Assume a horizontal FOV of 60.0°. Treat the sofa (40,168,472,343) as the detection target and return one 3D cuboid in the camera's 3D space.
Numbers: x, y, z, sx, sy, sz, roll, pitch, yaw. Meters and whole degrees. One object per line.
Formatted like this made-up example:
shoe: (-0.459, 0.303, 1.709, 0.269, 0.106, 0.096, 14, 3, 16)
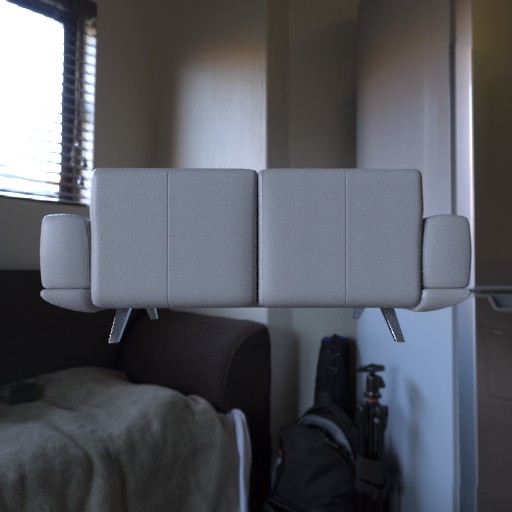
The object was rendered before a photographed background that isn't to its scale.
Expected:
sofa: (0.000, 0.000, 2.367, 1.901, 0.772, 0.900, 0, -1, -1)
